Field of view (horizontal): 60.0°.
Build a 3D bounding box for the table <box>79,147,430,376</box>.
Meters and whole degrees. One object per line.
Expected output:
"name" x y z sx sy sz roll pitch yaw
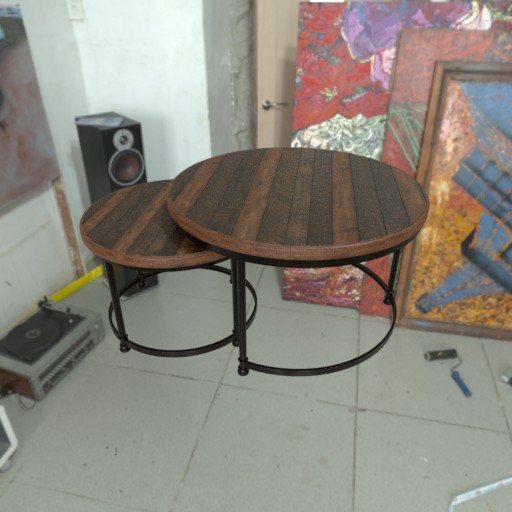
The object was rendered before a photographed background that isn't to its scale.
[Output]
"table" 0.000 0.000 1.607 1.152 0.516 0.870 -9 32 -15
